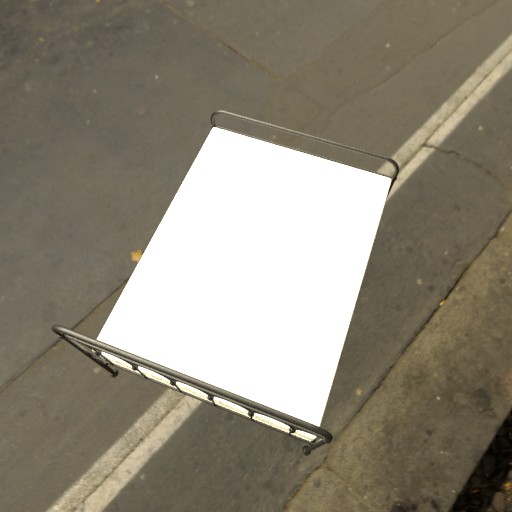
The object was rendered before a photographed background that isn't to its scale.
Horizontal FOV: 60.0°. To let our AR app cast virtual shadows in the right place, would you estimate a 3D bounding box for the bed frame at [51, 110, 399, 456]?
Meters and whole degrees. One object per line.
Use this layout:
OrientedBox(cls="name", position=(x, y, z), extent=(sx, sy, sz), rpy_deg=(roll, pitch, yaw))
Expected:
OrientedBox(cls="bed frame", position=(0.000, 0.000, 3.261), extent=(1.664, 1.276, 2.203), rpy_deg=(19, 65, 9))
